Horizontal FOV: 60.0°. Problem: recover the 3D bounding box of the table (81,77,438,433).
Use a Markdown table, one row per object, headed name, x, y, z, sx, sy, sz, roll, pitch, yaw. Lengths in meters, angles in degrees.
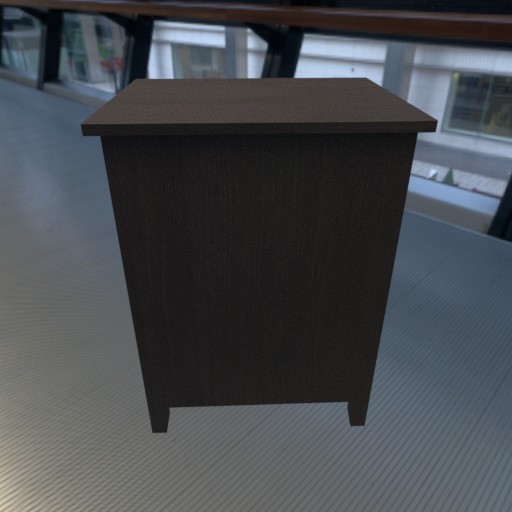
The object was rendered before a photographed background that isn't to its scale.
| name | x | y | z | sx | sy | sz | roll | pitch | yaw |
| --- | --- | --- | --- | --- | --- | --- | --- | --- | --- |
| table | 0.000 | 0.000 | 0.917 | 0.480 | 0.635 | 0.381 | -1 | 30 | -2 |
